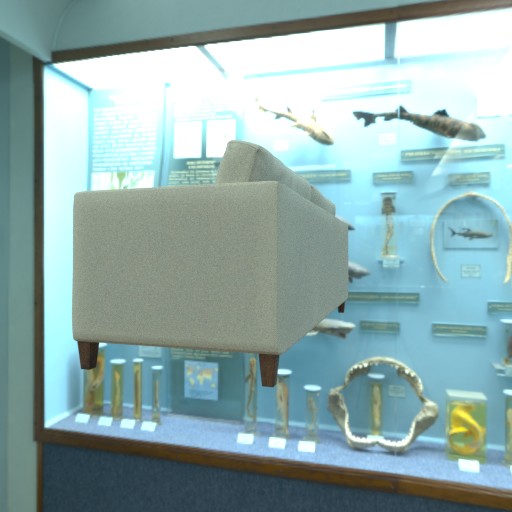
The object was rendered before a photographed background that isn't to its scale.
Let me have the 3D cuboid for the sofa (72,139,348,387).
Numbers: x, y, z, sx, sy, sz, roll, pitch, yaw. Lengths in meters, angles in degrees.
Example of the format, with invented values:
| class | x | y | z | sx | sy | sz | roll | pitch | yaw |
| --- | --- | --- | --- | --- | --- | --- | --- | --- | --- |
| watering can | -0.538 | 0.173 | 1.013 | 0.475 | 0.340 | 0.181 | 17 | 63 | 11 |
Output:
| class | x | y | z | sx | sy | sz | roll | pitch | yaw |
| --- | --- | --- | --- | --- | --- | --- | --- | --- | --- |
| sofa | 0.000 | 0.000 | 2.857 | 0.951 | 0.968 | 2.361 | 0 | 0 | 18 |
